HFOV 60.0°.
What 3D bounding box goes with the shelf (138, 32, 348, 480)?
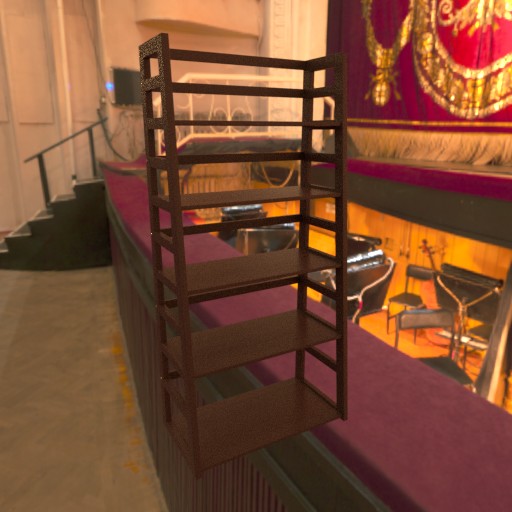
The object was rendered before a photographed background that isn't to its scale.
[{"bbox_3d":[0.000,0.000,1.847,0.763,1.600,0.403,-9,18,-28],"label":"shelf"}]
